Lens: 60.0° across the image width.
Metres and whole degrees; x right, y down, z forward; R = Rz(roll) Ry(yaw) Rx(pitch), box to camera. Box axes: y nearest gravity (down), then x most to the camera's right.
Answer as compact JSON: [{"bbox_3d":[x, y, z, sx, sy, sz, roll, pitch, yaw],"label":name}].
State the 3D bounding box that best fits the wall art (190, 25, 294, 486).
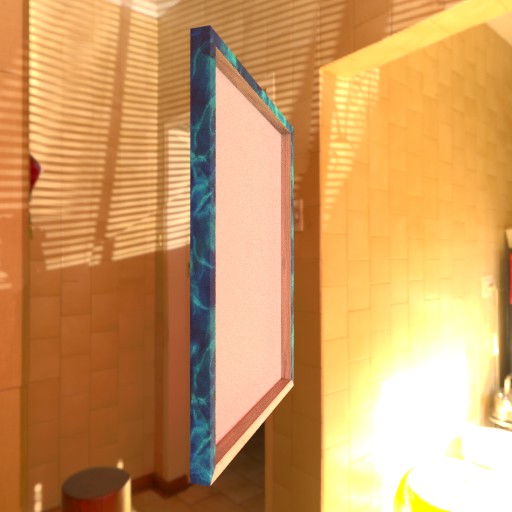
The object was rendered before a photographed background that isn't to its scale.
[{"bbox_3d":[0.000,0.000,1.026,0.038,0.760,0.609,0,0,18],"label":"wall art"}]
